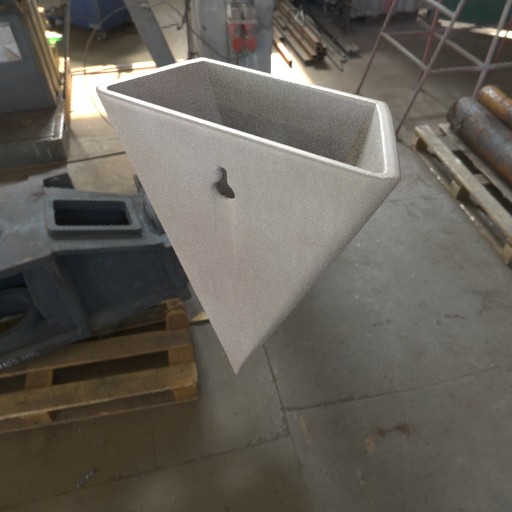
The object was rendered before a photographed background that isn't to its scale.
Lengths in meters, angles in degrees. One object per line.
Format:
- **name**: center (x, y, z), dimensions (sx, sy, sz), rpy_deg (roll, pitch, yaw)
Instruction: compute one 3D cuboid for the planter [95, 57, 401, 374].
- **planter**: center (0.000, 0.000, 0.270), dimensions (0.150, 0.197, 0.060), rpy_deg (23, 49, 21)
